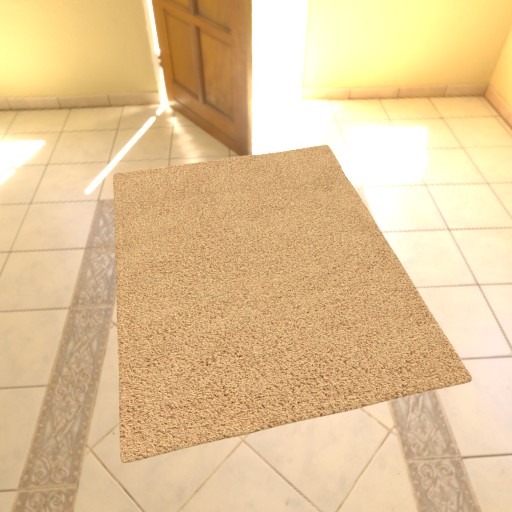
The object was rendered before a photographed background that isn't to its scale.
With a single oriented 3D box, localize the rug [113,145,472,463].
[{"bbox_3d":[0.000,0.000,3.944,2.438,0.029,3.047,-10,48,-9],"label":"rug"}]
